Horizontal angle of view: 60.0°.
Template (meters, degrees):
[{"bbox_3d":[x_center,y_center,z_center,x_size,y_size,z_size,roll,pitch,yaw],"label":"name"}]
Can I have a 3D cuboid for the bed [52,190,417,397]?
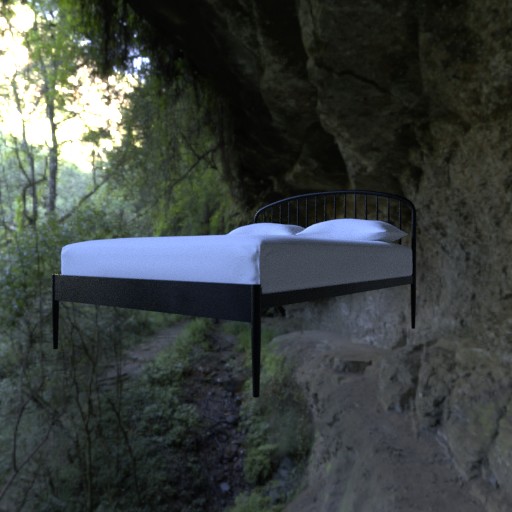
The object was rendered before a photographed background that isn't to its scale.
[{"bbox_3d":[0.000,0.000,3.170,1.618,1.166,2.159,0,0,37],"label":"bed"}]
